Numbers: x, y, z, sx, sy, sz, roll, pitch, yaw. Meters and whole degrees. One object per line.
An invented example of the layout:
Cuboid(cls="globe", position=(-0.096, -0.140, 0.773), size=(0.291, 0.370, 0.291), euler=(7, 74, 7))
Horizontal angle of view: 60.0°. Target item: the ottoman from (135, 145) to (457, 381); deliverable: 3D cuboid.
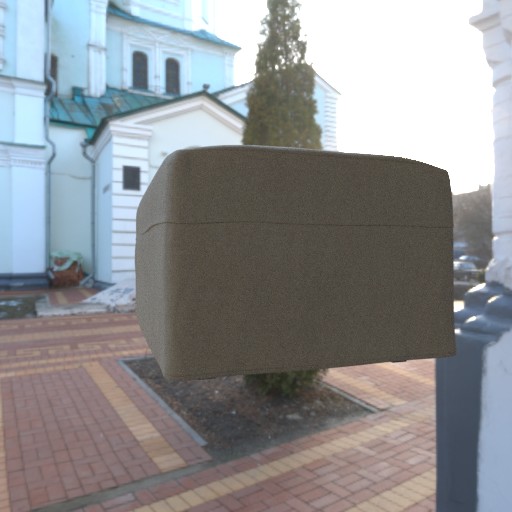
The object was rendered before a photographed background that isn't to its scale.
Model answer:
Cuboid(cls="ottoman", position=(0.000, 0.000, 1.187), size=(0.590, 0.444, 0.872), euler=(0, 0, -18))
